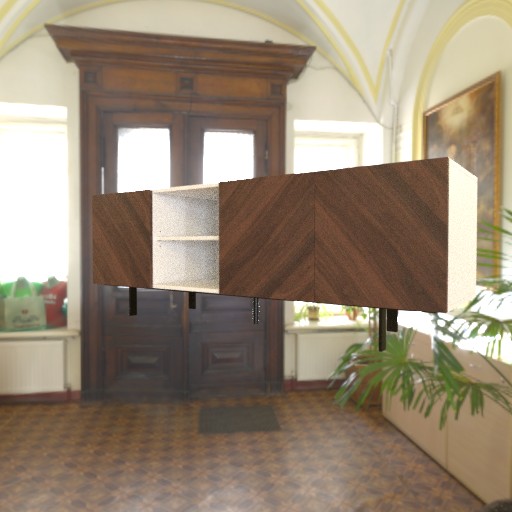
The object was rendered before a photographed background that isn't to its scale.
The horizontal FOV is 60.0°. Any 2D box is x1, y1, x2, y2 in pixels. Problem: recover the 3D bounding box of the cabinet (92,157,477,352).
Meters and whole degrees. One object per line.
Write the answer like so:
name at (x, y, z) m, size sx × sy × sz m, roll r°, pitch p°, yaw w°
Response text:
cabinet at (0.000, 0.000, 1.738) m, size 1.499 × 0.533 × 0.431 m, roll 1°, pitch 2°, yaw 35°
